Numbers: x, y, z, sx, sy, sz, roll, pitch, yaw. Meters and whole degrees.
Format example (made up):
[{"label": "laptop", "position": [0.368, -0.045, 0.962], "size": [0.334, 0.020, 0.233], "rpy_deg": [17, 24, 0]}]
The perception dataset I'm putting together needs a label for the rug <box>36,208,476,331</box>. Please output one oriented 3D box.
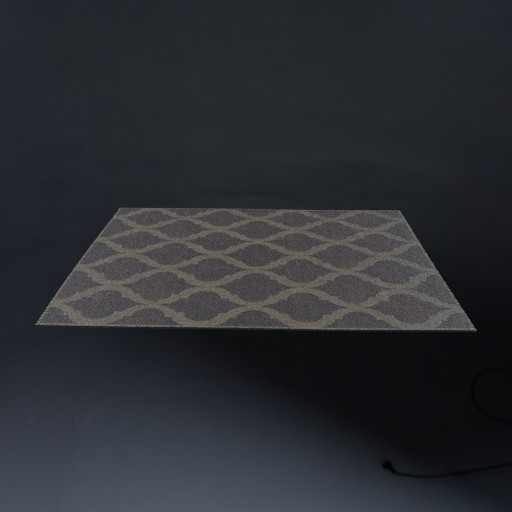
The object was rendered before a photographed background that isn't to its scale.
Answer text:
[{"label": "rug", "position": [0.000, 0.000, 2.938], "size": [2.284, 0.008, 1.522], "rpy_deg": [1, 30, 1]}]
